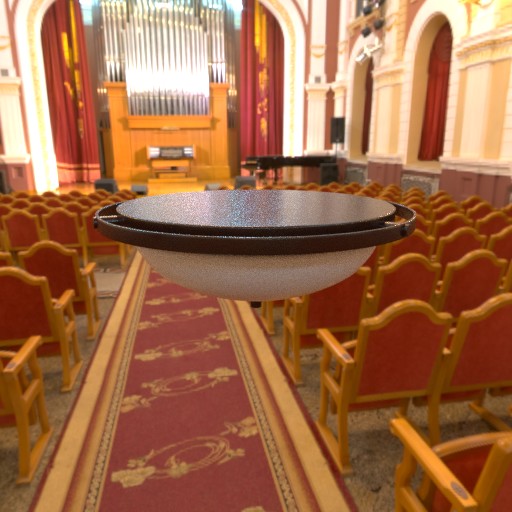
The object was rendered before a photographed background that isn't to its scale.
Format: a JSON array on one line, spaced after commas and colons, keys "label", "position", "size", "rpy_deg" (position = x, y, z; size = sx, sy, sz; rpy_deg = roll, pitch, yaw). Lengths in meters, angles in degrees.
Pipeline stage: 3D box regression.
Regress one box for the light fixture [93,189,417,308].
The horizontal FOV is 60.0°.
[{"label": "light fixture", "position": [0.000, 0.000, 0.542], "size": [0.361, 0.130, 0.361], "rpy_deg": [0, 14, 0]}]
